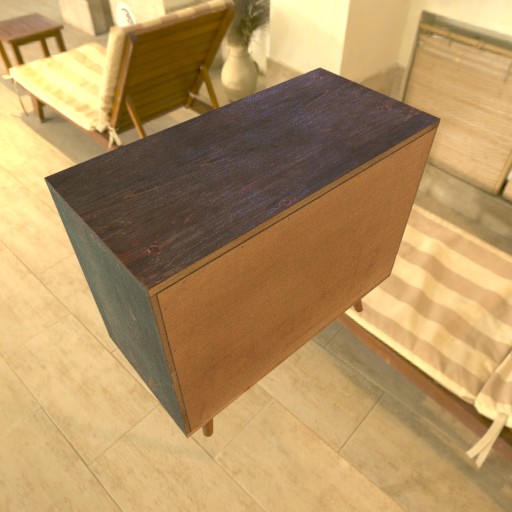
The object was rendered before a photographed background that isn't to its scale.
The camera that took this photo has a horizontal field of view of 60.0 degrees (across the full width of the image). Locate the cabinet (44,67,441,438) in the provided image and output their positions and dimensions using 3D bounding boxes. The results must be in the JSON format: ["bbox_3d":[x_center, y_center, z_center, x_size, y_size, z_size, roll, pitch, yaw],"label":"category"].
[{"bbox_3d":[0.000,0.000,1.557,1.023,0.897,0.529,-32,54,-27],"label":"cabinet"}]
